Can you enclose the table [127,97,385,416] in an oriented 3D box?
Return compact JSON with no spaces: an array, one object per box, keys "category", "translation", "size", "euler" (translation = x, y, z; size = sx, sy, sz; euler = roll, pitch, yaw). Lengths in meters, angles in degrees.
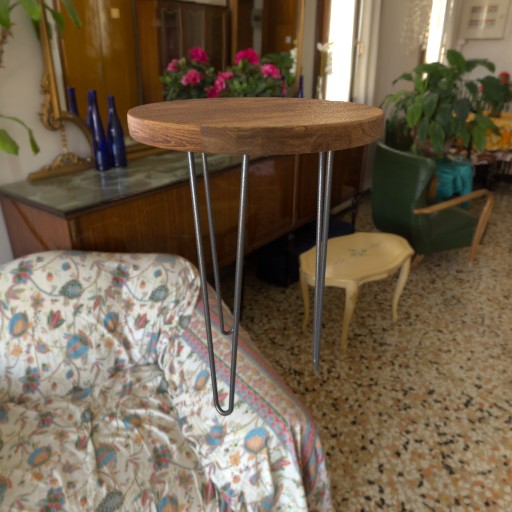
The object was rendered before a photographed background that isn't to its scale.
[{"category":"table","translation":[0.000,0.000,0.816],"size":[0.400,0.520,0.400],"euler":[0,24,0]}]
